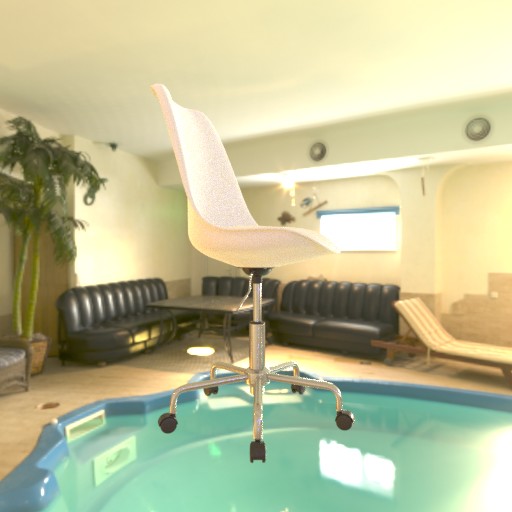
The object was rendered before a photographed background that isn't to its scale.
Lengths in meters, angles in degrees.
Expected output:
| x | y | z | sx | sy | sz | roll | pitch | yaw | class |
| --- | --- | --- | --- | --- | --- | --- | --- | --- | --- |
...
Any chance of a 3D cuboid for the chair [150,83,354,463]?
| x | y | z | sx | sy | sz | roll | pitch | yaw | class |
| --- | --- | --- | --- | --- | --- | --- | --- | --- | --- |
| 0.000 | 0.000 | 1.262 | 0.550 | 0.930 | 0.550 | 0 | 1 | 17 | chair |
